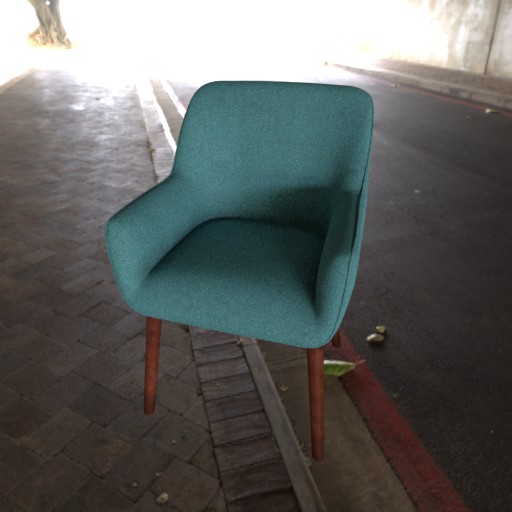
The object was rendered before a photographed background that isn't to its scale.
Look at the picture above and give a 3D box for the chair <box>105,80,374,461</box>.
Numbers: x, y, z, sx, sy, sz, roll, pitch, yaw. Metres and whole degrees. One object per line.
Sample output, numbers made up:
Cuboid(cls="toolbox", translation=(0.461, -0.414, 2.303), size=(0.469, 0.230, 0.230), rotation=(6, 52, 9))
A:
Cuboid(cls="chair", translation=(0.000, 0.000, 1.159), size=(0.543, 0.803, 0.519), rotation=(9, 29, 15))
